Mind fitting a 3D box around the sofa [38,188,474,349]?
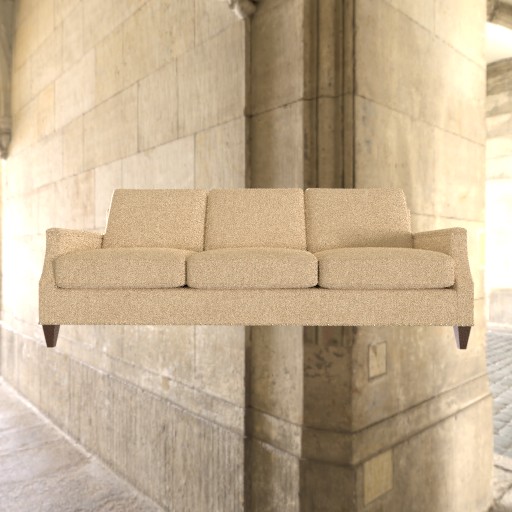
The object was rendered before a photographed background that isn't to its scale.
[{"bbox_3d":[0.000,0.000,2.738,2.210,0.940,1.041,0,0,1],"label":"sofa"}]
